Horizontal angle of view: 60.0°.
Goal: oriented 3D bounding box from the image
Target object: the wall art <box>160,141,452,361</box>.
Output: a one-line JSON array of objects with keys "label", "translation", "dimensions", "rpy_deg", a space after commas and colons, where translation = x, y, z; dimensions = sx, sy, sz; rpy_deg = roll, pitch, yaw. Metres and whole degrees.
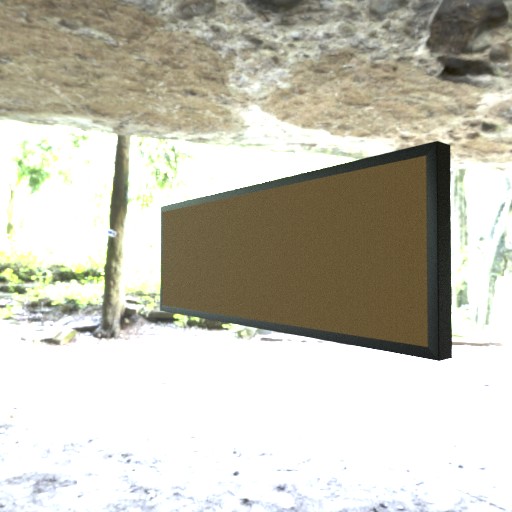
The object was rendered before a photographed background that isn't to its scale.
[{"label": "wall art", "translation": [0.000, 0.000, 0.959], "dimensions": [0.037, 0.303, 0.860], "rpy_deg": [1, -2, -38]}]
